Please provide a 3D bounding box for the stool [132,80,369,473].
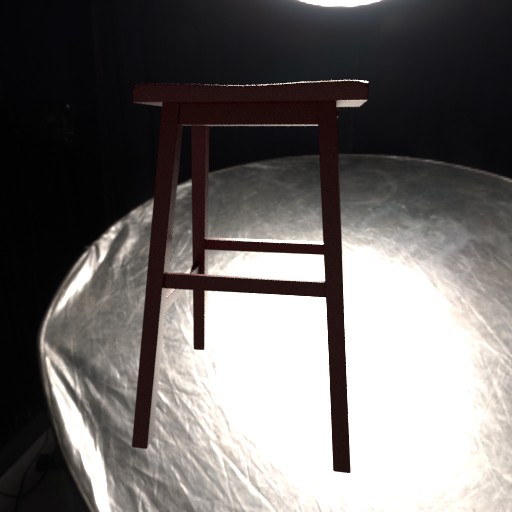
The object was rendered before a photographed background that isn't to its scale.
[{"bbox_3d":[0.000,0.000,1.032,0.457,0.737,0.476,3,16,9],"label":"stool"}]
